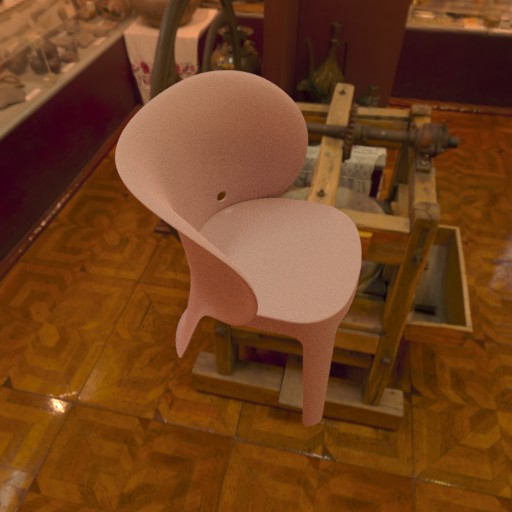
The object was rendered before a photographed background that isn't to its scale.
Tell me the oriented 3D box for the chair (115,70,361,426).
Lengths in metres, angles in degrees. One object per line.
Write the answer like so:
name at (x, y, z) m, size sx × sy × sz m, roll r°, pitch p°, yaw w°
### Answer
chair at (0.000, 0.000, 0.868) m, size 0.402 × 0.554 × 0.451 m, roll 10°, pitch 47°, yaw 10°
